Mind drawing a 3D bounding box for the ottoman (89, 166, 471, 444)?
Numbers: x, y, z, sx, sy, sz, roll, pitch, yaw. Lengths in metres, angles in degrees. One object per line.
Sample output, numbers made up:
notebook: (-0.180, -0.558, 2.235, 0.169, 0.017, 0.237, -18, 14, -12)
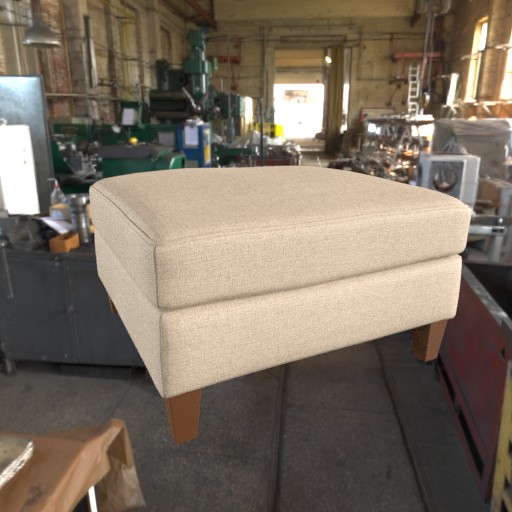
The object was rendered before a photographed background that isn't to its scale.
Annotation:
ottoman: (0.000, 0.000, 1.343, 0.838, 0.503, 0.838, -9, 19, -26)
